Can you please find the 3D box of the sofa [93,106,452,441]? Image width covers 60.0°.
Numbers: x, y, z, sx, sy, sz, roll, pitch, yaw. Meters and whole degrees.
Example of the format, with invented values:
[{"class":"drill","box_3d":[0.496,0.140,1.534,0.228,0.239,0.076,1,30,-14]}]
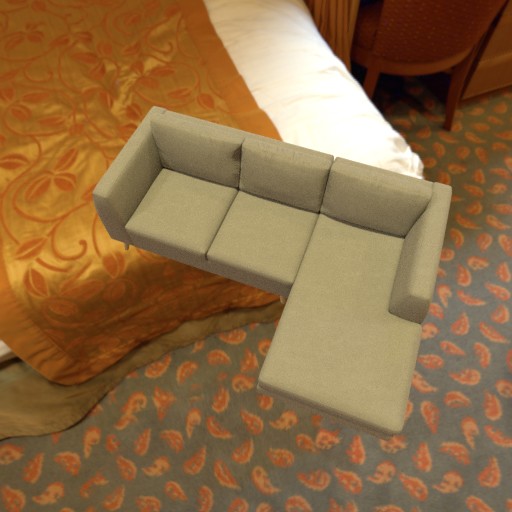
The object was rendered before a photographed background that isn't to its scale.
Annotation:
[{"class":"sofa","box_3d":[0.000,0.000,2.996,2.300,0.860,1.580,18,61,10]}]
